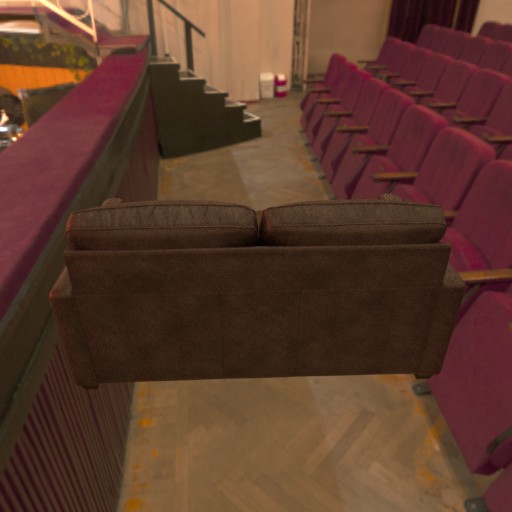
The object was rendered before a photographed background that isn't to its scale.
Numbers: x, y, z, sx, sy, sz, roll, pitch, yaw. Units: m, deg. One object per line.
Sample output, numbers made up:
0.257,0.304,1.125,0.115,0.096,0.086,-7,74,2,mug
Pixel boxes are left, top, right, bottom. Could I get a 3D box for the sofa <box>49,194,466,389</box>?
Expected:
0.000,0.000,2.249,1.732,0.916,0.939,-1,32,-2,sofa
